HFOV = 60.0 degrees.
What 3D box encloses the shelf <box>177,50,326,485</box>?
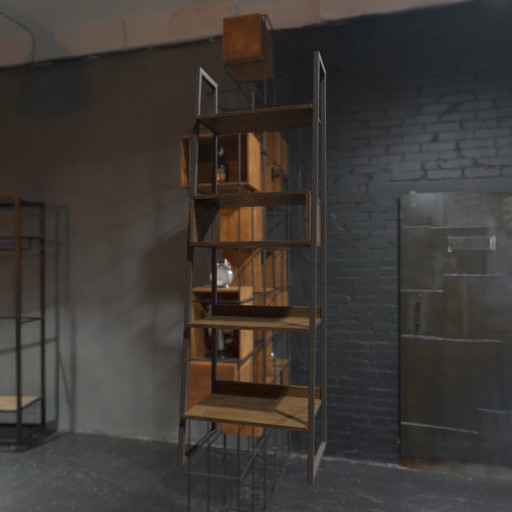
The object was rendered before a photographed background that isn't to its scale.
[{"bbox_3d":[0.000,0.000,2.254,0.652,2.005,0.454,0,-1,17],"label":"shelf"}]
